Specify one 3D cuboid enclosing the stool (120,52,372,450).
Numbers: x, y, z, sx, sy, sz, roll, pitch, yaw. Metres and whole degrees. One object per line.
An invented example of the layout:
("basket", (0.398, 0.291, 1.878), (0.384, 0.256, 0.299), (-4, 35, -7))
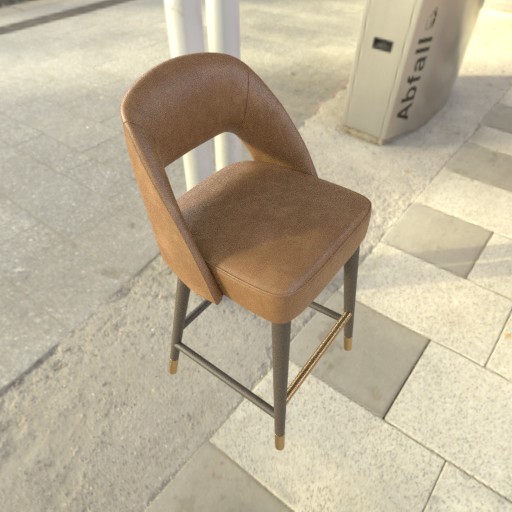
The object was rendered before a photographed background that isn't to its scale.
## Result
("stool", (0.000, 0.000, 1.212), (0.509, 0.940, 0.494), (26, 49, 26))
